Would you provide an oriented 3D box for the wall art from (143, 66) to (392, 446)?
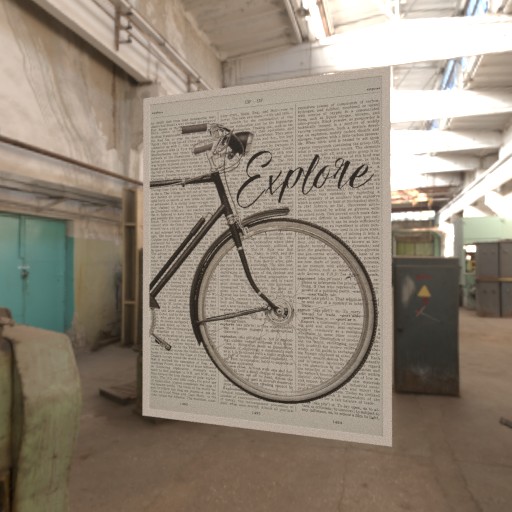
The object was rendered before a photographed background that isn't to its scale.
[{"bbox_3d":[0.000,0.000,0.783,0.457,0.610,0.003,0,-1,18],"label":"wall art"}]
